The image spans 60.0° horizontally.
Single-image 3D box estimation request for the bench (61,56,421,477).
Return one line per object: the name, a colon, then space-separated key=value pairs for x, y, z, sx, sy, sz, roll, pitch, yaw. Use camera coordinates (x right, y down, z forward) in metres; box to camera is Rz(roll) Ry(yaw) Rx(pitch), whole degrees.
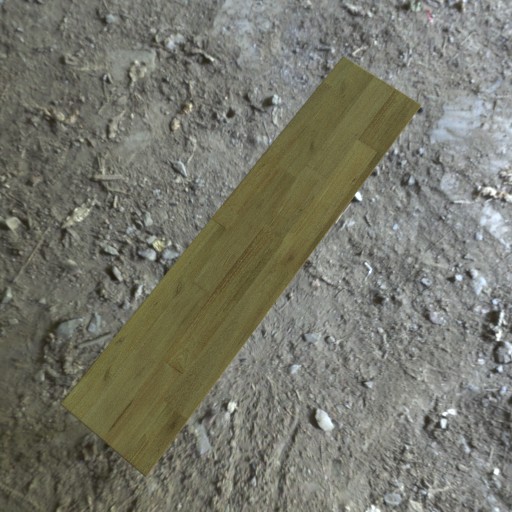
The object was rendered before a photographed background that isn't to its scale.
bench: x=0.000 y=0.000 z=1.837 sx=0.378 sy=0.431 sz=1.698 roll=36 pitch=79 yaw=8
